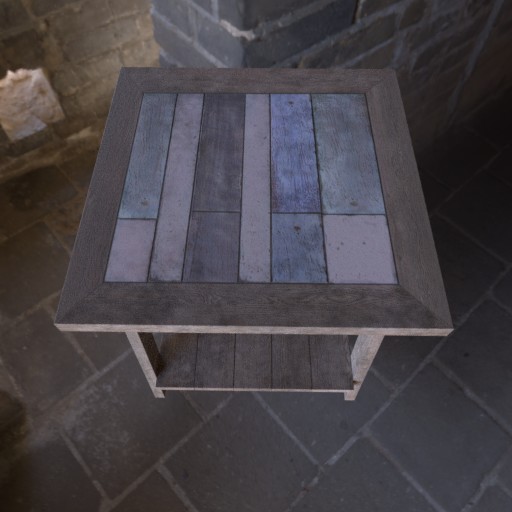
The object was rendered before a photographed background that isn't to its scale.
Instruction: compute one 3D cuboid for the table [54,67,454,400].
[{"bbox_3d":[0.000,0.000,1.091,0.610,0.610,0.610,1,59,0],"label":"table"}]
